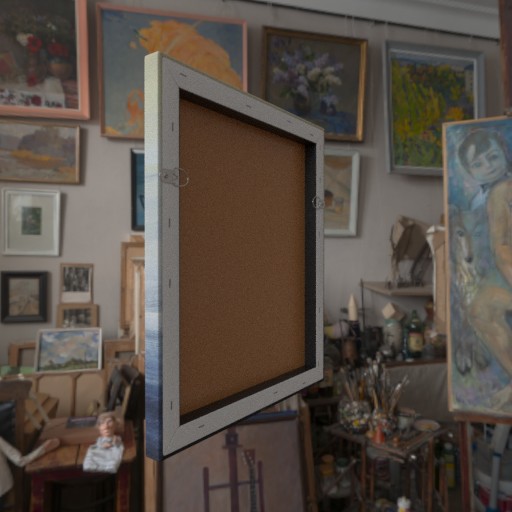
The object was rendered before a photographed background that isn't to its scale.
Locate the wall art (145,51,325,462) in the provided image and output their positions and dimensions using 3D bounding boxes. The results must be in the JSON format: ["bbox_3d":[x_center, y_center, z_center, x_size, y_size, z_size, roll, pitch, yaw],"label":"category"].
[{"bbox_3d":[0.000,0.000,1.015,0.041,0.710,0.608,0,1,36],"label":"wall art"}]
